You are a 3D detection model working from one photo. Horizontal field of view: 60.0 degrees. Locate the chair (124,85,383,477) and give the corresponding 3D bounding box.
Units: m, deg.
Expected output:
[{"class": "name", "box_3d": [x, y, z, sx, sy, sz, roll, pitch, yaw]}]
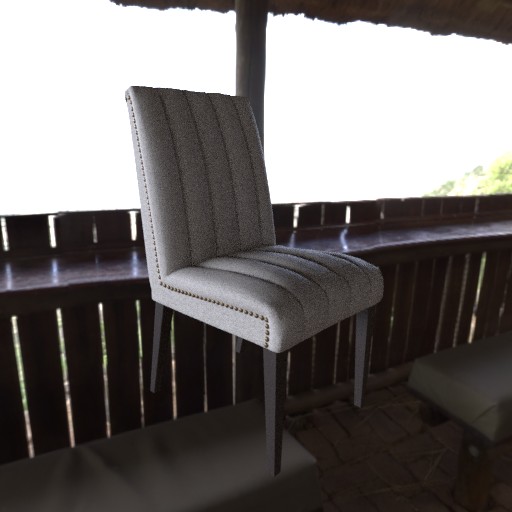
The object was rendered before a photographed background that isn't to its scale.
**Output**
[{"class": "chair", "box_3d": [0.000, 0.000, 1.384, 0.647, 1.016, 0.511, 14, 20, 42]}]
